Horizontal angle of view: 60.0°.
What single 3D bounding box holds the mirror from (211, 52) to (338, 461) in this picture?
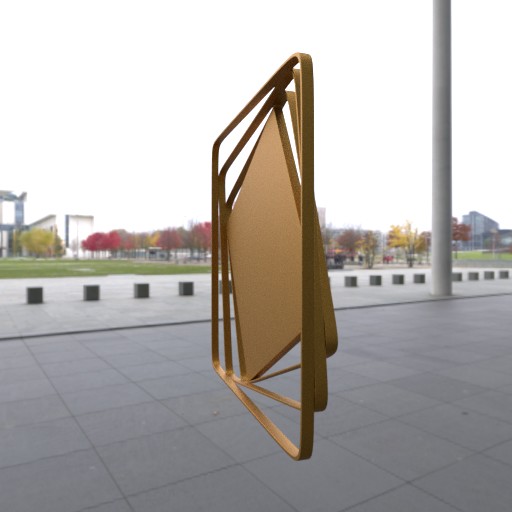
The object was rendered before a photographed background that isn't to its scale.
[{"bbox_3d":[0.000,0.000,0.704,0.045,0.468,0.470,0,0,-18],"label":"mirror"}]
